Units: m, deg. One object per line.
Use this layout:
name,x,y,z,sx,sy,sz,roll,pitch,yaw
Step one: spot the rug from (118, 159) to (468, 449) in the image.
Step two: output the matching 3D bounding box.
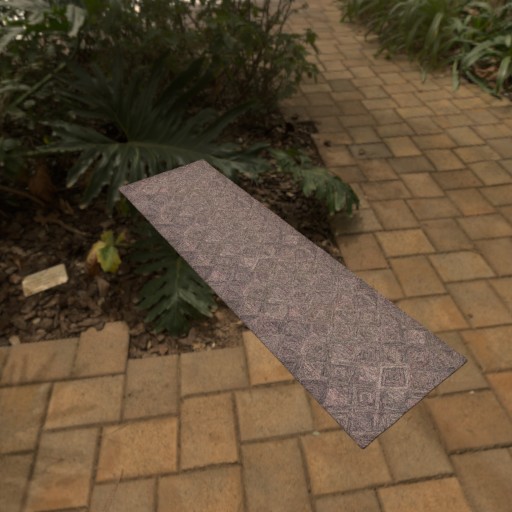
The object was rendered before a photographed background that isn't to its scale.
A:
rug,0.000,0.000,2.537,0.691,0.011,2.296,-26,47,-27
